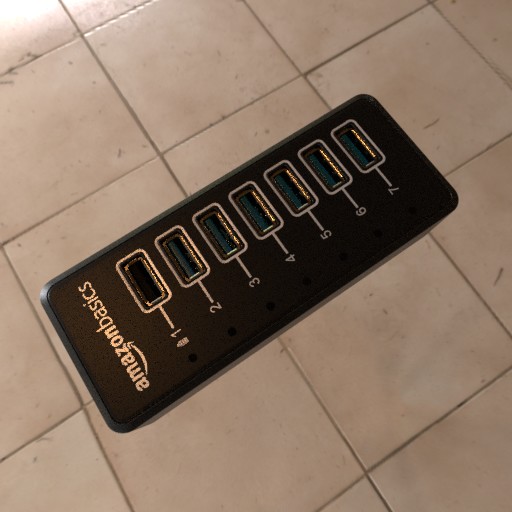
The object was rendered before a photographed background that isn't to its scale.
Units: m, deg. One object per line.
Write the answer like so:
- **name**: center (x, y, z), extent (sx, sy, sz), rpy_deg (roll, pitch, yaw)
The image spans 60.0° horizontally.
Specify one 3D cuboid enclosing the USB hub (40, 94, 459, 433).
- **USB hub**: center (0.000, 0.000, 0.129), extent (0.110, 0.023, 0.044), rpy_deg (-33, 77, -9)
